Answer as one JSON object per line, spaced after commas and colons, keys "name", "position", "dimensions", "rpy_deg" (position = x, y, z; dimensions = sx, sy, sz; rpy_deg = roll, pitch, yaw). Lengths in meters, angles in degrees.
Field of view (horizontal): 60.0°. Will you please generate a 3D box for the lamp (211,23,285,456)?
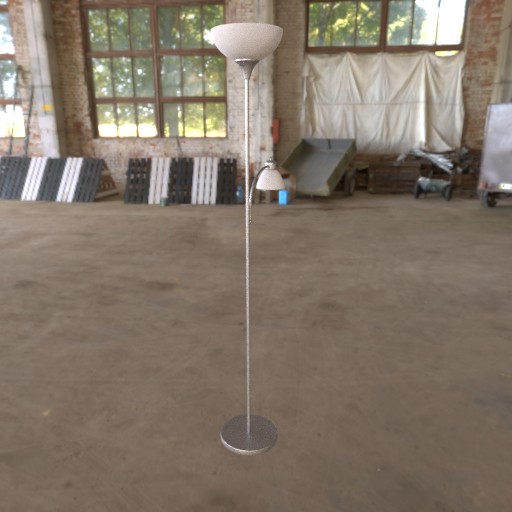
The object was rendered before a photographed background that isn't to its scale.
{"name": "lamp", "position": [0.000, 0.000, 1.985], "dimensions": [0.279, 1.804, 0.425], "rpy_deg": [8, 18, 25]}
